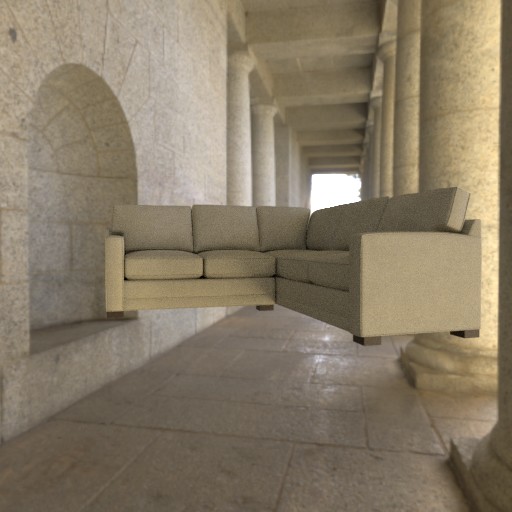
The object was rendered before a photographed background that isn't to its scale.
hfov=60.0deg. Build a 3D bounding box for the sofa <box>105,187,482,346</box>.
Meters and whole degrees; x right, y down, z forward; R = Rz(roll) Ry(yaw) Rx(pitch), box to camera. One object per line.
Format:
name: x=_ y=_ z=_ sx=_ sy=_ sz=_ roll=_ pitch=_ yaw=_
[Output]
sofa: x=0.000 y=0.000 z=3.364 sx=2.188 sy=0.936 sz=2.211 roll=0 pitch=2 yaw=-18
